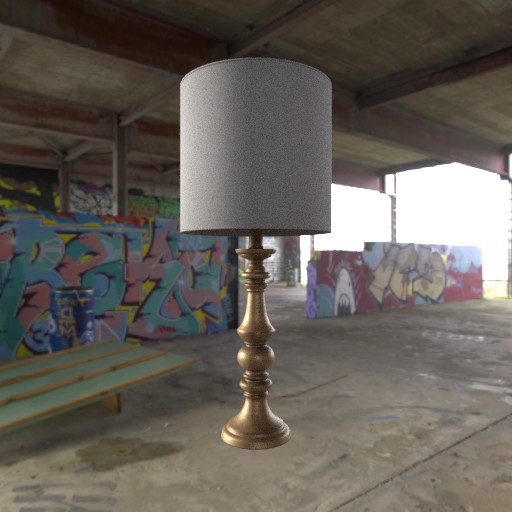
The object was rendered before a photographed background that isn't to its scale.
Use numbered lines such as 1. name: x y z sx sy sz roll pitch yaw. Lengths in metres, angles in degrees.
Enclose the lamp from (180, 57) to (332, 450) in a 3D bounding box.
1. lamp: 0.000 0.000 0.741 0.250 0.597 0.250 0 0 -19
